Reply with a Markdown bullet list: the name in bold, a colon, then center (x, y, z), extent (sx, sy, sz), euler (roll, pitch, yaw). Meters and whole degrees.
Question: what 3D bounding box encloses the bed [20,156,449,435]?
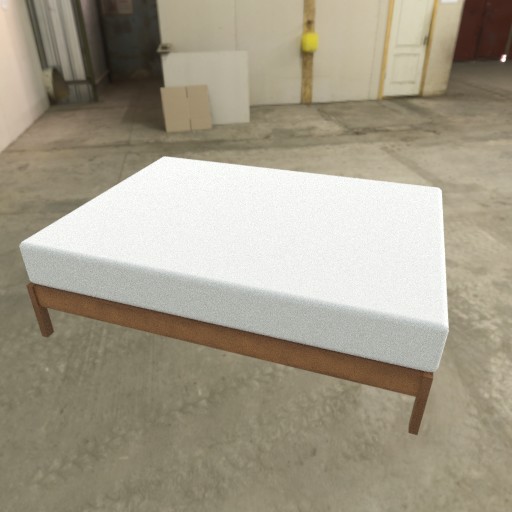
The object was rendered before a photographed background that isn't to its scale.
- **bed**: center (0.000, 0.000, 2.703), extent (2.050, 0.593, 1.529), euler (10, 32, 16)
